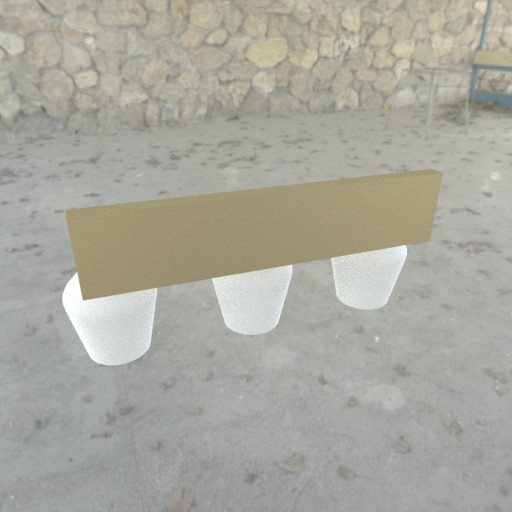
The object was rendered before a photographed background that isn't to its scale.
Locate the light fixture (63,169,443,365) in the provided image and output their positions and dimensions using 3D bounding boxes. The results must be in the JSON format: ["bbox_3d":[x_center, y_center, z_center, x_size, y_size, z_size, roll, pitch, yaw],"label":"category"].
[{"bbox_3d":[0.000,0.000,0.732,0.609,0.280,0.190,-9,28,-18],"label":"light fixture"}]
